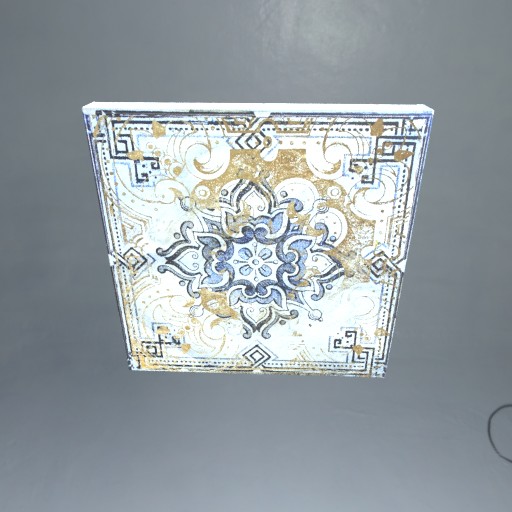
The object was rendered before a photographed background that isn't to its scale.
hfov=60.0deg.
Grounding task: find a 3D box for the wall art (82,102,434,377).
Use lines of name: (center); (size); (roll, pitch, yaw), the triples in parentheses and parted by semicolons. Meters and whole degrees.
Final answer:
wall art: (0.000, 0.000, 0.630); (0.411, 0.410, 0.038); (1, 28, 2)
